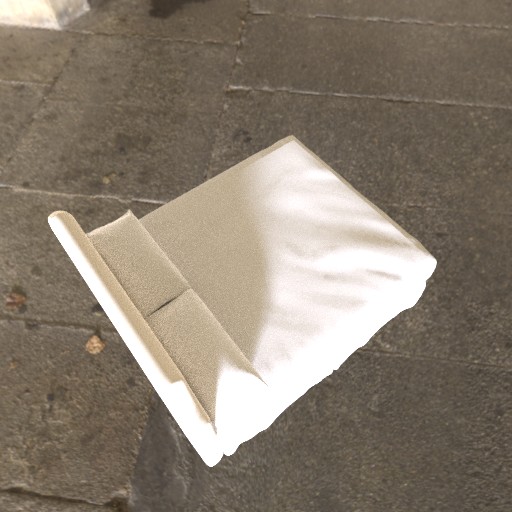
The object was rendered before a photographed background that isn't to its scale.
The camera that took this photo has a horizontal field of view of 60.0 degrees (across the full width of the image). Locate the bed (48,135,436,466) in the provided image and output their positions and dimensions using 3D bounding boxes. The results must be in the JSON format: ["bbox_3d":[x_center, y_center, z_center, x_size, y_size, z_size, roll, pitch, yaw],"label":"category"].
[{"bbox_3d":[0.000,0.000,3.851,2.548,1.524,2.134,-33,64,-19],"label":"bed"}]
